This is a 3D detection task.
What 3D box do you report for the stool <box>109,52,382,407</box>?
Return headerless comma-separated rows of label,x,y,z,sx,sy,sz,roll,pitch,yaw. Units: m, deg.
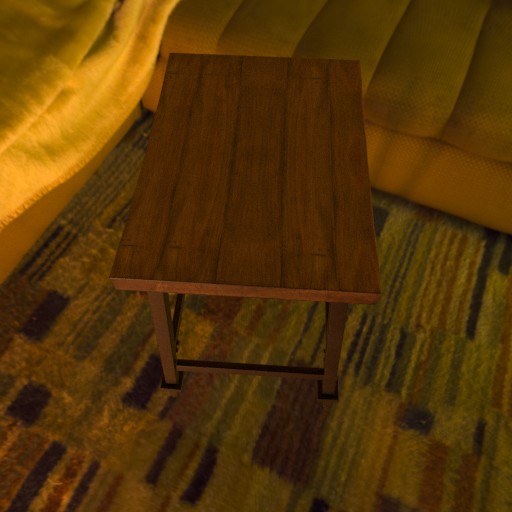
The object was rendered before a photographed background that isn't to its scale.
stool,0.000,0.000,0.948,0.405,0.625,0.486,3,59,2
